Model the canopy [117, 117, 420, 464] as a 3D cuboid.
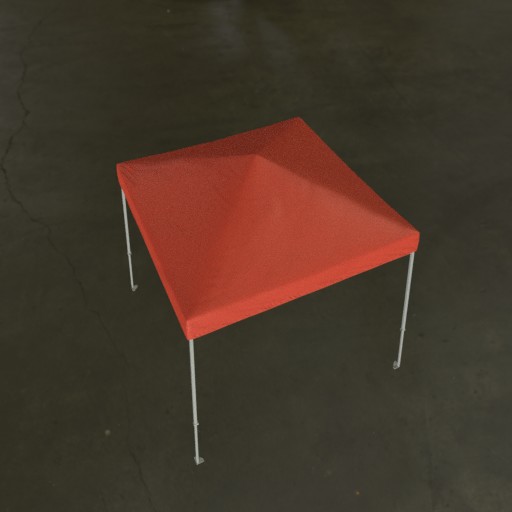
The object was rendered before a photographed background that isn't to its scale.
[{"bbox_3d":[0.000,0.000,5.255,2.849,2.850,2.850,-19,50,-17],"label":"canopy"}]
